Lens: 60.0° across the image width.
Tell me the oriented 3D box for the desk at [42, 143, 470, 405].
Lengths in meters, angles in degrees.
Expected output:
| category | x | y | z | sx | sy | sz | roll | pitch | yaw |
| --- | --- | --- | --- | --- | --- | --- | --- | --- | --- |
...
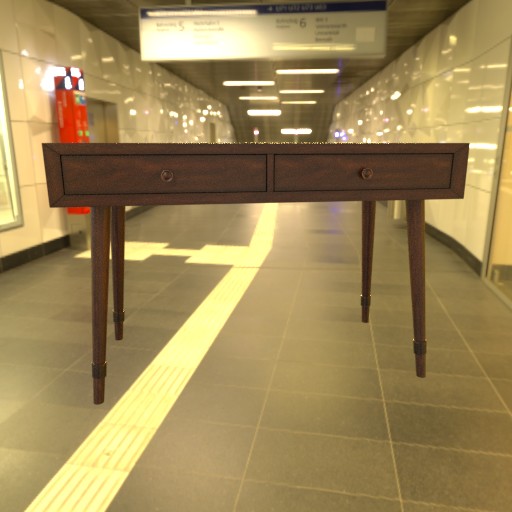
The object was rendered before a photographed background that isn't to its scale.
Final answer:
| category | x | y | z | sx | sy | sz | roll | pitch | yaw |
| --- | --- | --- | --- | --- | --- | --- | --- | --- | --- |
| desk | 0.000 | 0.000 | 2.087 | 1.577 | 1.031 | 0.734 | -2 | 14 | -9 |
